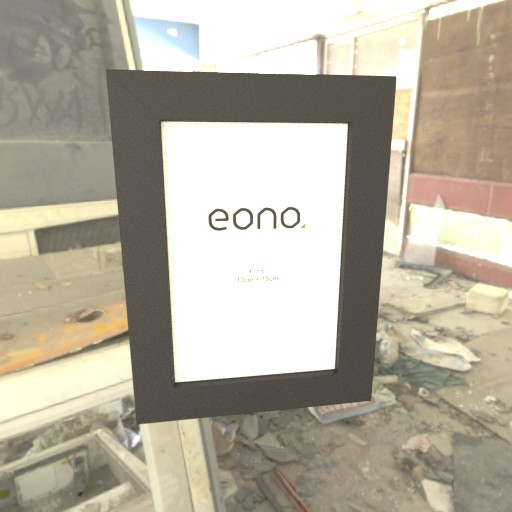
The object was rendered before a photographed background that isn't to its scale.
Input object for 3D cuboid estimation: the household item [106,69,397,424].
[{"bbox_3d":[0.000,0.000,0.233,0.133,0.178,0.022,-3,16,-9],"label":"household item"}]
